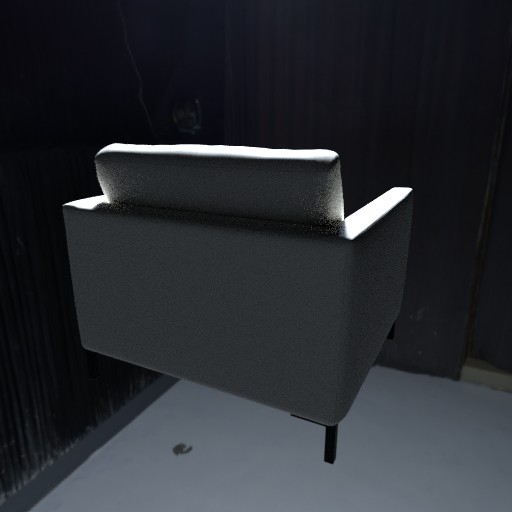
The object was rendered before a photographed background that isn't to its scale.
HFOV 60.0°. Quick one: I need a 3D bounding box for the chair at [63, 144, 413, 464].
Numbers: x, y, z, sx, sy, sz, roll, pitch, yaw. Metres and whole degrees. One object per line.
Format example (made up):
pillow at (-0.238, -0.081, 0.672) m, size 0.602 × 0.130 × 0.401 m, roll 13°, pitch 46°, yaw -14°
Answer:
chair at (0.000, 0.000, 1.610) m, size 0.964 × 0.806 × 0.875 m, roll 9°, pitch 19°, yaw 26°
